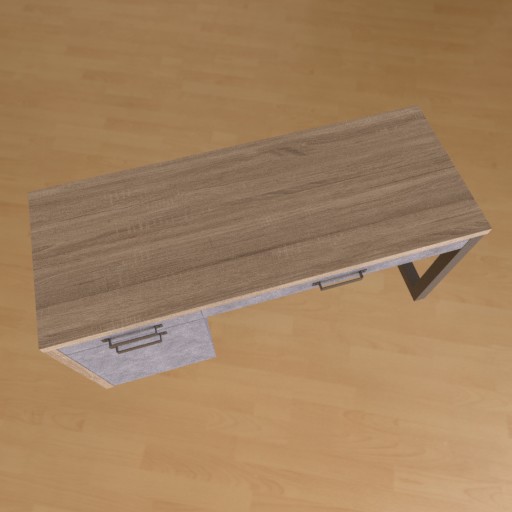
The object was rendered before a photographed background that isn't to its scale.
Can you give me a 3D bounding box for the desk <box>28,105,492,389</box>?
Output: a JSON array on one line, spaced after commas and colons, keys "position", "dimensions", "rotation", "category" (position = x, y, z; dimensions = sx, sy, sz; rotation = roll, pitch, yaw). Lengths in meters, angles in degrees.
[{"position": [0.000, 0.000, 2.069], "dimensions": [1.700, 0.760, 0.690], "rotation": [-14, 65, -7], "category": "desk"}]
